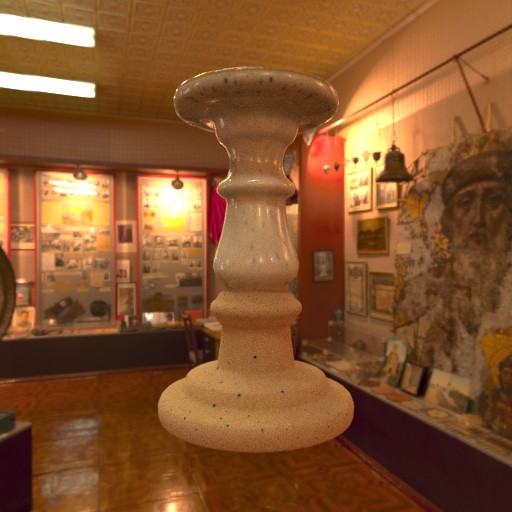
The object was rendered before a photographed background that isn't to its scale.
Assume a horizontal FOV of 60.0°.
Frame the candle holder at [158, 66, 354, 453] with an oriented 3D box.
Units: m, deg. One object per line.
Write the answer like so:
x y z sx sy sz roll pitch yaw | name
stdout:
0.000 0.000 0.284 0.123 0.202 0.123 0 0 0 | candle holder
